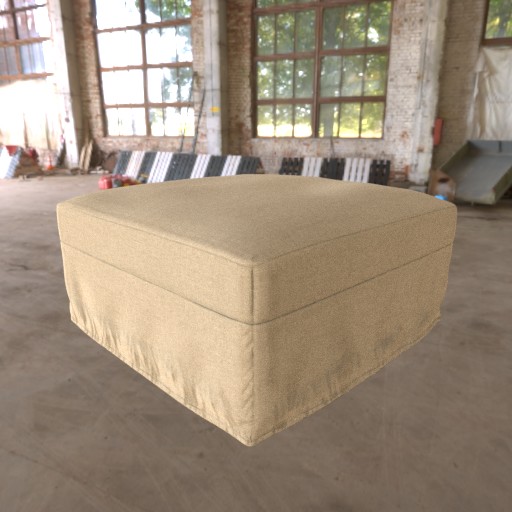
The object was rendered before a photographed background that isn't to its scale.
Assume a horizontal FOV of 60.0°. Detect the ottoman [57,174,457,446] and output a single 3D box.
[{"bbox_3d":[0.000,0.000,1.306,0.840,0.436,0.843,-15,22,-42],"label":"ottoman"}]
